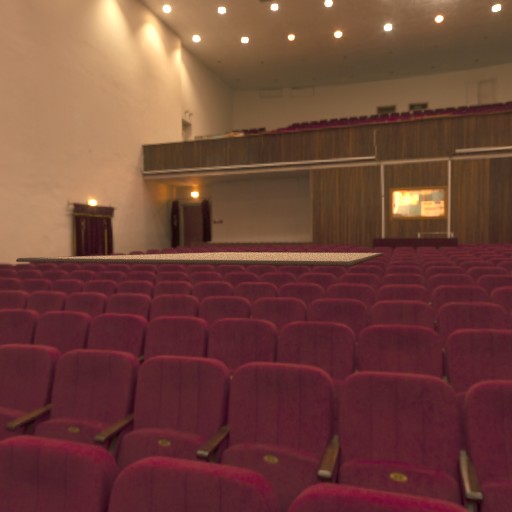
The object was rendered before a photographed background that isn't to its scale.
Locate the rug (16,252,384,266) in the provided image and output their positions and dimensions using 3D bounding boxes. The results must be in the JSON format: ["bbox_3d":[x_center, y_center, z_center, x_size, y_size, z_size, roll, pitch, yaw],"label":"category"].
[{"bbox_3d":[0.000,0.000,2.040,1.067,0.013,1.676,0,1,19],"label":"rug"}]
